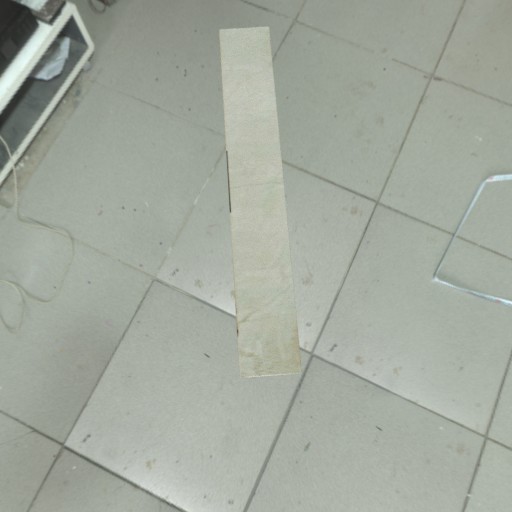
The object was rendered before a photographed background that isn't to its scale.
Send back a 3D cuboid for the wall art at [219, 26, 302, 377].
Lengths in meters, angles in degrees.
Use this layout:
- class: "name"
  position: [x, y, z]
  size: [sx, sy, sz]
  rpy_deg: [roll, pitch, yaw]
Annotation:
- class: "wall art"
  position: [0.000, 0.000, 0.485]
  size: [0.038, 0.381, 0.254]
  rpy_deg: [-4, 75, -1]
